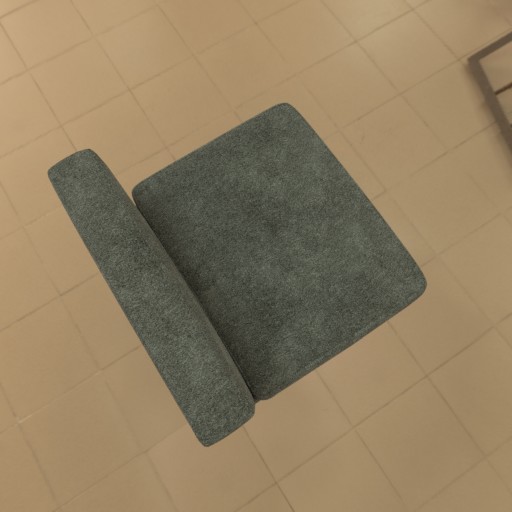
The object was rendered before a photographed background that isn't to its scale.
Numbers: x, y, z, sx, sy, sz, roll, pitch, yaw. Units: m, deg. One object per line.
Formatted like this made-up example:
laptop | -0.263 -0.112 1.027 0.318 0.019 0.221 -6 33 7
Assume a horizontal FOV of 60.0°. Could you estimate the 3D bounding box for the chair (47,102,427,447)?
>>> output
chair | 0.000 0.000 1.228 0.680 0.660 0.680 -32 77 -8
